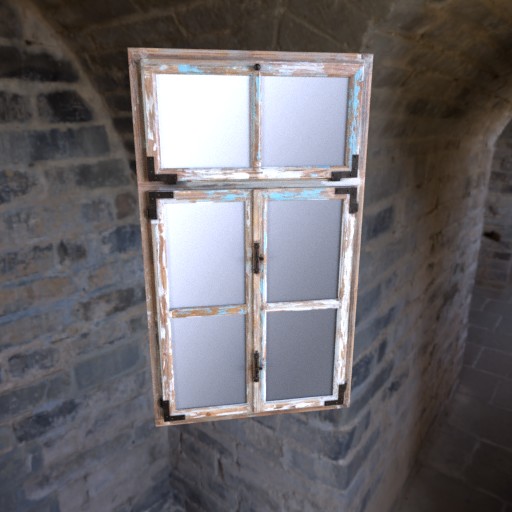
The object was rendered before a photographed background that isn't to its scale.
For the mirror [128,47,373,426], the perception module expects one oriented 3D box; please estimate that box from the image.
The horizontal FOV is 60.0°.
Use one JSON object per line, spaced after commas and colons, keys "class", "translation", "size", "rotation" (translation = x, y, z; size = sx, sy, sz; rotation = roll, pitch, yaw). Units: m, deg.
{"class": "mirror", "translation": [0.000, 0.000, 1.426], "size": [0.707, 1.213, 0.083], "rotation": [-3, 16, -9]}
